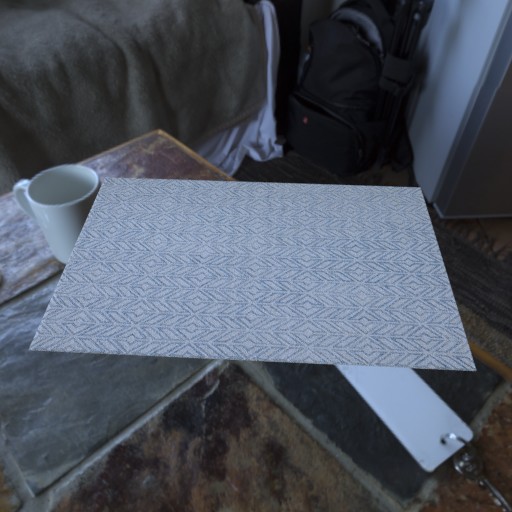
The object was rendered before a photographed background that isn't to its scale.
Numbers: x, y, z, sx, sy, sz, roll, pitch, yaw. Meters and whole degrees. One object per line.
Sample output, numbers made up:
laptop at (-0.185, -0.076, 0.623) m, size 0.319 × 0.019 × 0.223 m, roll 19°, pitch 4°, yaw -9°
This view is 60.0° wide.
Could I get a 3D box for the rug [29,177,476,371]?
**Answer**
rug at (0.000, 0.000, 2.921) m, size 2.441 × 0.008 × 1.526 m, roll 2°, pitch 48°, yaw 2°
